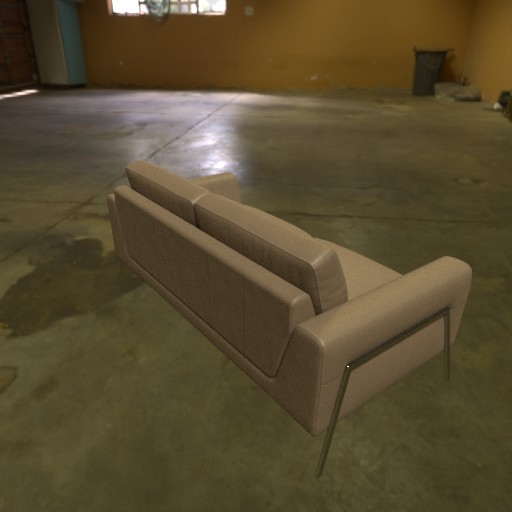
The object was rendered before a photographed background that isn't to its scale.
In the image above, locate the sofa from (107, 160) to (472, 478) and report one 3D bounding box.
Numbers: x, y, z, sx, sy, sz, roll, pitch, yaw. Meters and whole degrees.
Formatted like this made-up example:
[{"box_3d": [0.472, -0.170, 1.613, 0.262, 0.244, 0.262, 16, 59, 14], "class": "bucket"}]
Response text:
[{"box_3d": [0.000, 0.000, 2.509, 0.953, 0.875, 2.017, -18, 31, -33], "class": "sofa"}]
